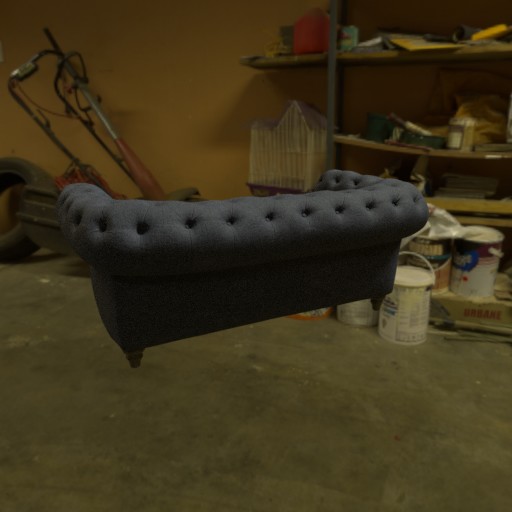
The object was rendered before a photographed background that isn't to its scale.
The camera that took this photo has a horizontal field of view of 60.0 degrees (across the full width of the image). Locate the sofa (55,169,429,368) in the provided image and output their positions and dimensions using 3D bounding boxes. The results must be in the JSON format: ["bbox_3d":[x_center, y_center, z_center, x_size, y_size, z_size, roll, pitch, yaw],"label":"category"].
[{"bbox_3d":[0.000,0.000,2.521,1.988,0.833,1.082,-8,18,-26],"label":"sofa"}]
